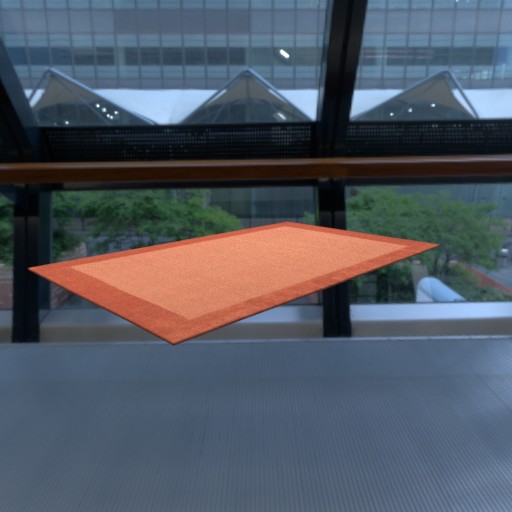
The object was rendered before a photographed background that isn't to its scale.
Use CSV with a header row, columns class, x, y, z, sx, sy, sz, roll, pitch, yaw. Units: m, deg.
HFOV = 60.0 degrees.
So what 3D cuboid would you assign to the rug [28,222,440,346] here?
class,x,y,z,sx,sy,sz,roll,pitch,yaw
rug,0.000,0.000,3.033,1.524,0.014,2.438,13,19,43
